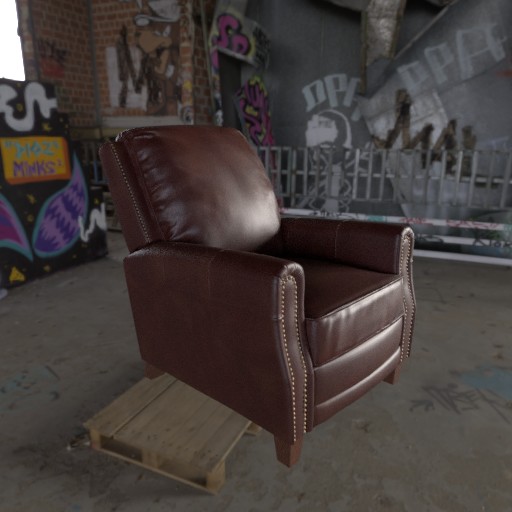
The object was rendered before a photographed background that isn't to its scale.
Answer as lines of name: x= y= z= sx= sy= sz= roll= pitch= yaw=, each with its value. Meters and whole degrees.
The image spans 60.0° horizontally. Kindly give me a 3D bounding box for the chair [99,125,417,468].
chair: x=0.000 y=0.000 z=1.779 sx=1.089 sy=1.022 sz=0.826 roll=15 pitch=21 yaw=43
